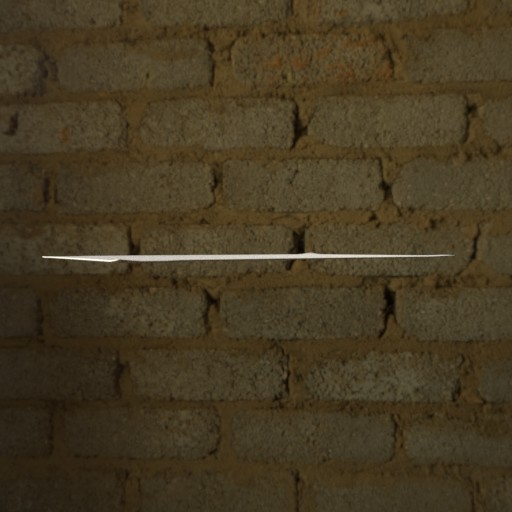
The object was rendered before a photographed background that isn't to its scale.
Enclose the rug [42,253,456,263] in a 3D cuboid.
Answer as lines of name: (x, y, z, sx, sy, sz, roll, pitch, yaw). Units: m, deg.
rug: (0.000, 0.000, 2.438, 1.947, 0.023, 1.214, -1, 1, -36)
